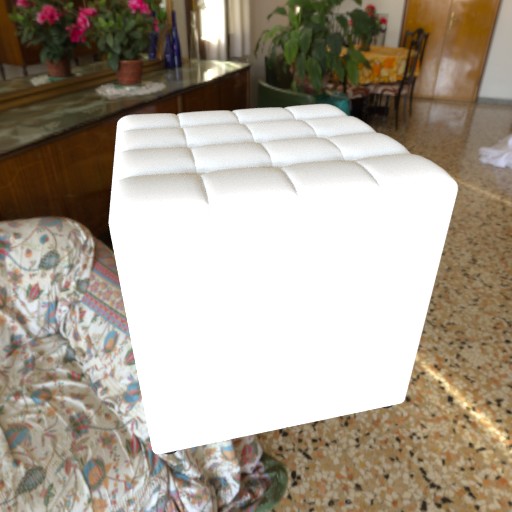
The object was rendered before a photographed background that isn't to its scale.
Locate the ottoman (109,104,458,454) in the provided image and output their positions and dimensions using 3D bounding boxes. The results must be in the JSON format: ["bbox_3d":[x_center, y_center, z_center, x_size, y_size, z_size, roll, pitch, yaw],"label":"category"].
[{"bbox_3d":[0.000,0.000,0.787,0.425,0.432,0.425,-7,32,-12],"label":"ottoman"}]
